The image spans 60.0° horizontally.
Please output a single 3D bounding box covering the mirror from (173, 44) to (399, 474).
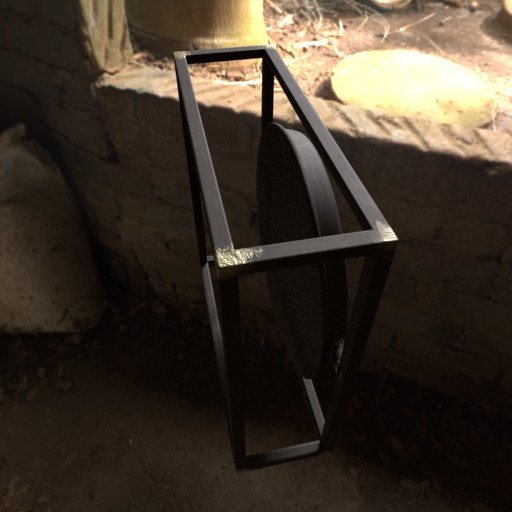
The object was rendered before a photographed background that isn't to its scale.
[{"bbox_3d":[0.000,0.000,0.455,0.107,0.303,0.306,-8,46,-8],"label":"mirror"}]
